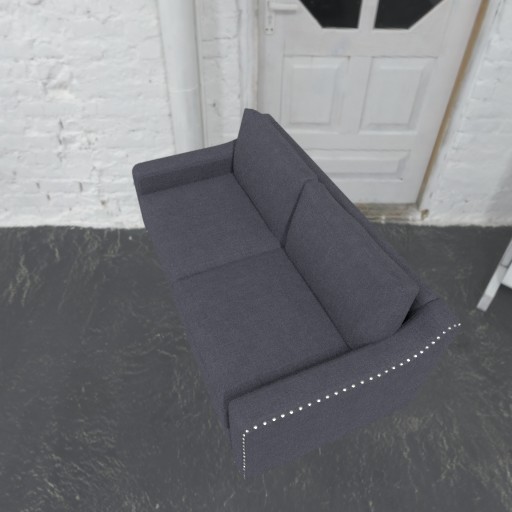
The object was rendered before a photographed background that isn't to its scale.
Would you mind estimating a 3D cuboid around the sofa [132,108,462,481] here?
[{"bbox_3d":[0.000,0.000,3.294,1.336,1.196,2.550,-17,48,-16],"label":"sofa"}]
